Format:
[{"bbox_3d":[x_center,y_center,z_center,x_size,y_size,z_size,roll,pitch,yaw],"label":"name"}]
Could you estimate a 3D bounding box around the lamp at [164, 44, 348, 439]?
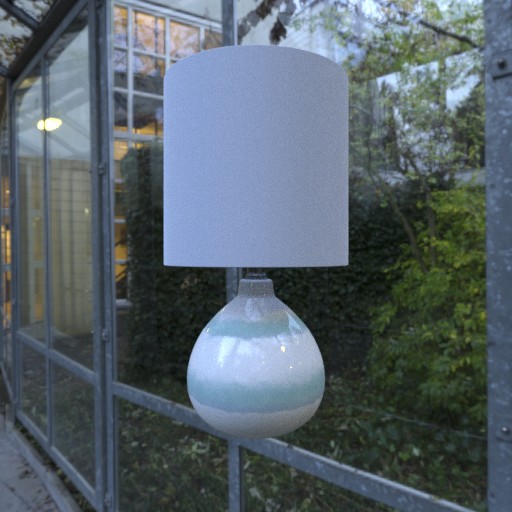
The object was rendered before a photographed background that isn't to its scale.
[{"bbox_3d":[0.000,0.000,0.531,0.217,0.404,0.217,0,0,-35],"label":"lamp"}]
